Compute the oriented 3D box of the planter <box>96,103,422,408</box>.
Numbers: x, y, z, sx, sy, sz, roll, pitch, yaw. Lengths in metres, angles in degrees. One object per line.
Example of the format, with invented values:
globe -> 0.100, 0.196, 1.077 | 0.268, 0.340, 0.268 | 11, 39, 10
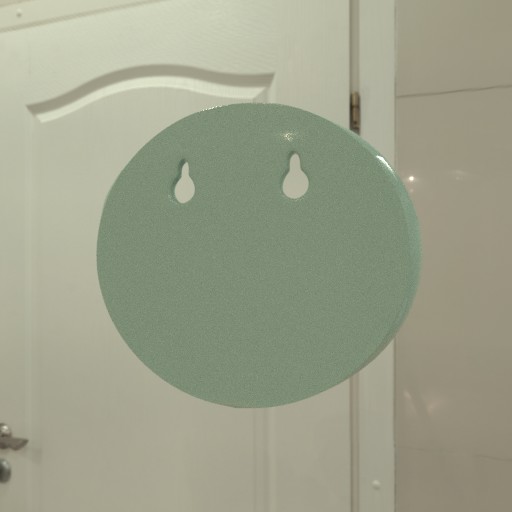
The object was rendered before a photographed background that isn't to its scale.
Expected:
planter -> 0.000, 0.000, 0.271 | 0.189, 0.164, 0.073 | 0, 0, 18
